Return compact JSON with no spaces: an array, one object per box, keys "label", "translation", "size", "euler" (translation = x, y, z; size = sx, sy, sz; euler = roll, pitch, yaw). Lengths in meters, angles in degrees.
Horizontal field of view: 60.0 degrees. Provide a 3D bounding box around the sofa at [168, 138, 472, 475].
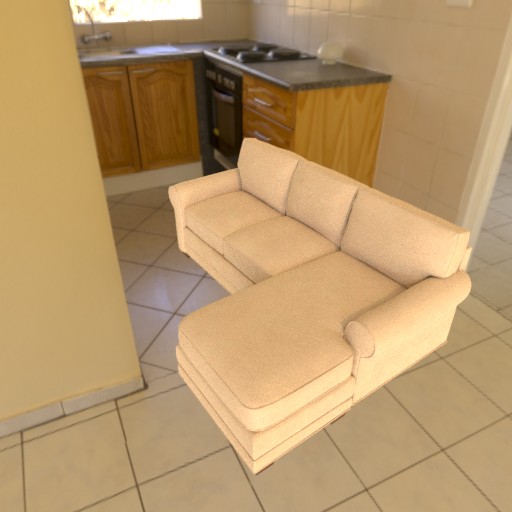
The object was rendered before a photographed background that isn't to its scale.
[{"label":"sofa","translation":[0.000,0.000,2.353],"size":[1.226,0.734,1.770],"euler":[-21,38,-29]}]
